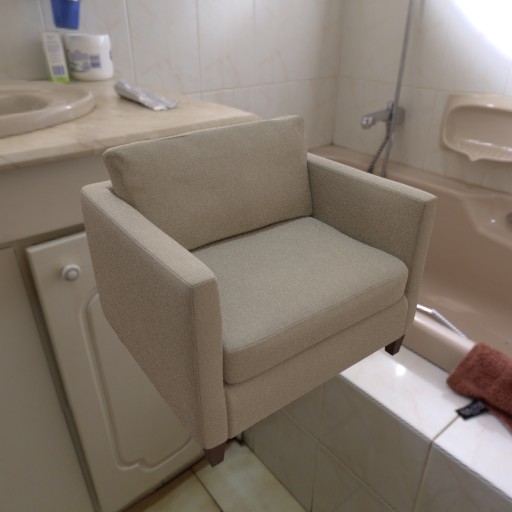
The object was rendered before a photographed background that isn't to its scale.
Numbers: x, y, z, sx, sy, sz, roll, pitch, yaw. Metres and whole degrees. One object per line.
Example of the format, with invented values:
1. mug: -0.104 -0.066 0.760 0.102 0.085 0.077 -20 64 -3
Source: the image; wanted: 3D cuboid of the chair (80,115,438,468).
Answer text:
1. chair: 0.000 0.000 1.840 1.107 0.961 0.959 -19 34 -31
